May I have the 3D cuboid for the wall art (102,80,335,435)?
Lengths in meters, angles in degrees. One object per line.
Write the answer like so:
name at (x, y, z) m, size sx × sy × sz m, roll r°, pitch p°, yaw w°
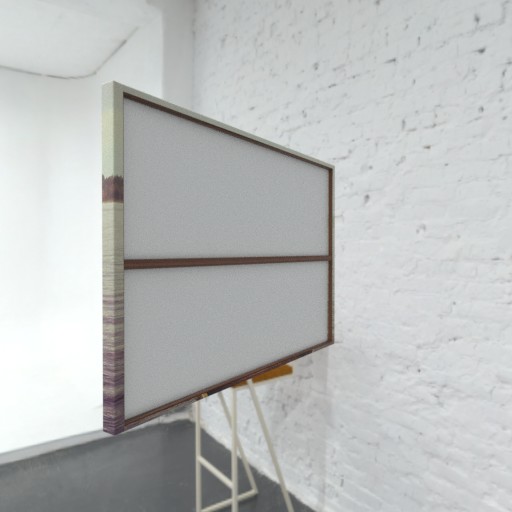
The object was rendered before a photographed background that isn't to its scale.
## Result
wall art at (0.000, 0.000, 1.437) m, size 0.040 × 0.765 × 1.149 m, roll 0°, pitch 1°, yaw 34°
